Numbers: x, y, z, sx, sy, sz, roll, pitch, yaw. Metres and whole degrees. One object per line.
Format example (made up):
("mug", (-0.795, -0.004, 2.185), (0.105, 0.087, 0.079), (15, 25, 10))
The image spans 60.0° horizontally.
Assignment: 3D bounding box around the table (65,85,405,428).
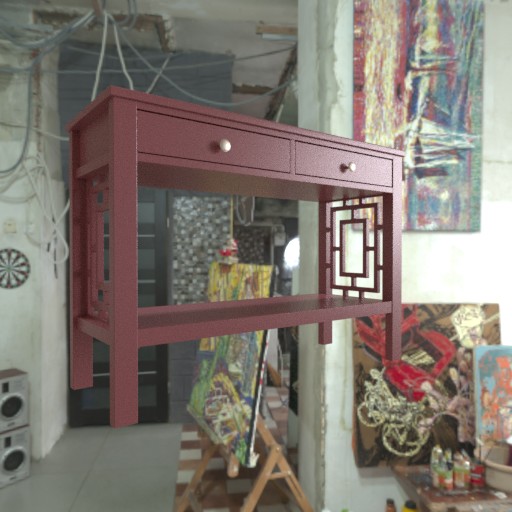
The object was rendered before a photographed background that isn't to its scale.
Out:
("table", (0.000, 0.000, 1.434), (1.068, 0.753, 0.397), (-1, 1, -37))
